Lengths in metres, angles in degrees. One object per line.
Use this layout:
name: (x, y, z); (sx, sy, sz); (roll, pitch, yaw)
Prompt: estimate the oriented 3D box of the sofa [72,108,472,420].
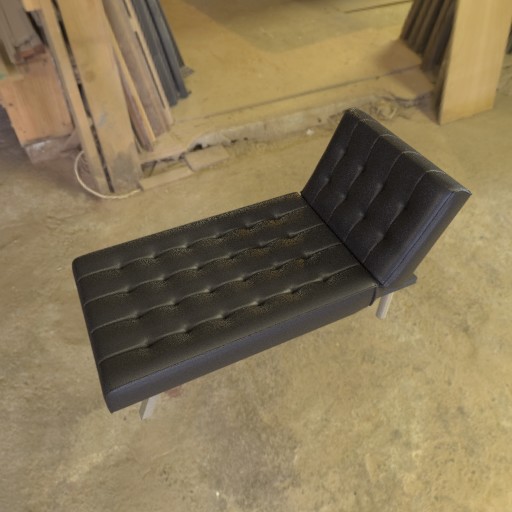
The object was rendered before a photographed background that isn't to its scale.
sofa: (0.000, 0.000, 2.009); (1.560, 0.820, 0.760); (-19, 48, -17)
